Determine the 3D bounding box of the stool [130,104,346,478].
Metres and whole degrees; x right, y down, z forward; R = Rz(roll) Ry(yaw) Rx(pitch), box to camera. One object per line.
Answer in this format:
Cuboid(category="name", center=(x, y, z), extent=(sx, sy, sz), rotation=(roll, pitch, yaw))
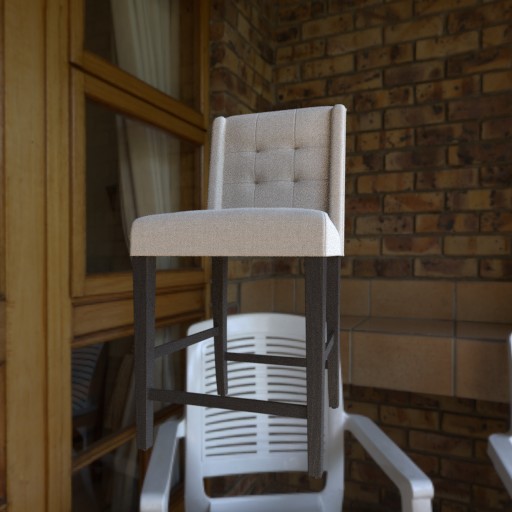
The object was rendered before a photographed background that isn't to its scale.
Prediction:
Cuboid(category="stool", center=(0.000, 0.000, 1.226), extent=(0.474, 0.939, 0.509), rotation=(0, 0, 18))
